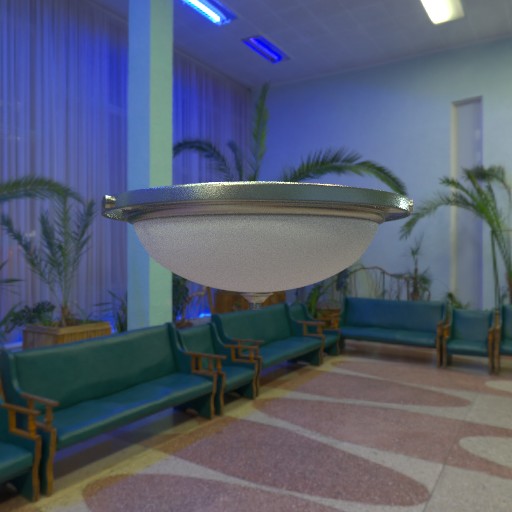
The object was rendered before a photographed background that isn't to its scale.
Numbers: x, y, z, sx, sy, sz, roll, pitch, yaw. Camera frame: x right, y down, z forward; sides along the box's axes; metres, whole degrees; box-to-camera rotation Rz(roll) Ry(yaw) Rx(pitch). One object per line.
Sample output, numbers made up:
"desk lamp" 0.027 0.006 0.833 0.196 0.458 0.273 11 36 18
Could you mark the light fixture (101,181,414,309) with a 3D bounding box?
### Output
"light fixture" 0.000 0.000 0.547 0.361 0.130 0.361 0 0 0
